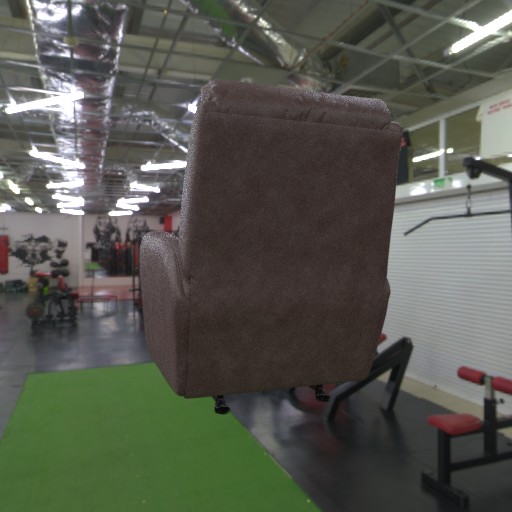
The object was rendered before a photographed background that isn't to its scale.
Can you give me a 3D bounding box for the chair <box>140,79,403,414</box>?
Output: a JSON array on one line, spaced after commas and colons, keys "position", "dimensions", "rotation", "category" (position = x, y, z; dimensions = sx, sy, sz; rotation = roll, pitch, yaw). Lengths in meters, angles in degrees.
[{"position": [0.000, 0.000, 1.818], "dimensions": [0.865, 1.067, 1.067], "rotation": [0, 0, -19], "category": "chair"}]
